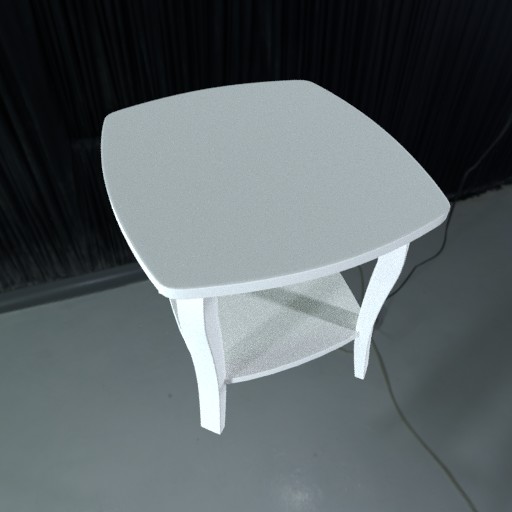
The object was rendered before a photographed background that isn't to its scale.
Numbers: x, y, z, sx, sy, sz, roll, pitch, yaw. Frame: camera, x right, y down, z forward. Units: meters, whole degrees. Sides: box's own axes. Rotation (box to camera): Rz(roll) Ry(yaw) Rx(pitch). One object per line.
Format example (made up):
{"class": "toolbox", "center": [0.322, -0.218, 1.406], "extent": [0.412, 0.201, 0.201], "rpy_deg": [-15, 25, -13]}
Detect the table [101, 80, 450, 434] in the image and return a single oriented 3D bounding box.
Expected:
{"class": "table", "center": [0.000, 0.000, 0.833], "extent": [0.451, 0.438, 0.502], "rpy_deg": [-16, 47, -15]}
